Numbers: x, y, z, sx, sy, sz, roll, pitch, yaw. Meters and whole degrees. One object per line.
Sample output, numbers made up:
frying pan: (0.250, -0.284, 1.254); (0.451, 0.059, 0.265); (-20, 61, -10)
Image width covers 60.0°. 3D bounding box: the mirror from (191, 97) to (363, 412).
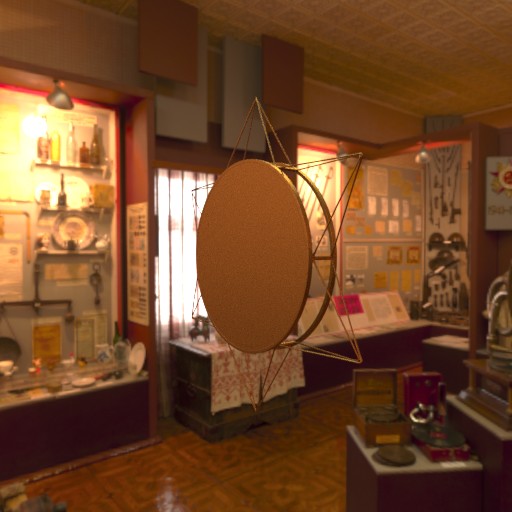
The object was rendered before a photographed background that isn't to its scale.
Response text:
mirror: (0.000, 0.000, 0.818); (0.062, 0.581, 0.498); (-1, 1, -37)
